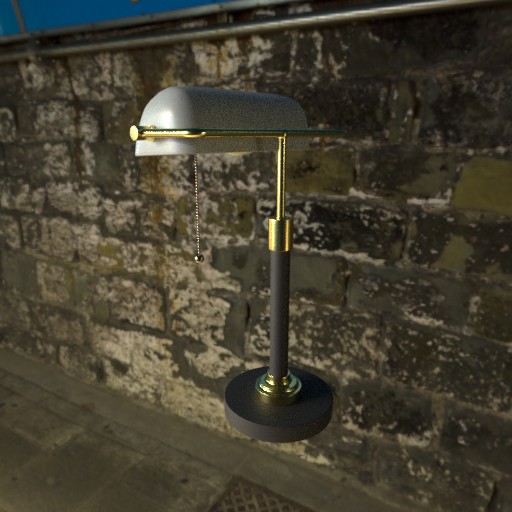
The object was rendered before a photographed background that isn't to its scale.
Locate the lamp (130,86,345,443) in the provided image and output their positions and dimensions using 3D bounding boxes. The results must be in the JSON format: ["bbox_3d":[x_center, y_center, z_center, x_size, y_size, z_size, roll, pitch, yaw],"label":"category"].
[{"bbox_3d":[0.000,0.000,0.567,0.227,0.404,0.269,15,21,43],"label":"lamp"}]
